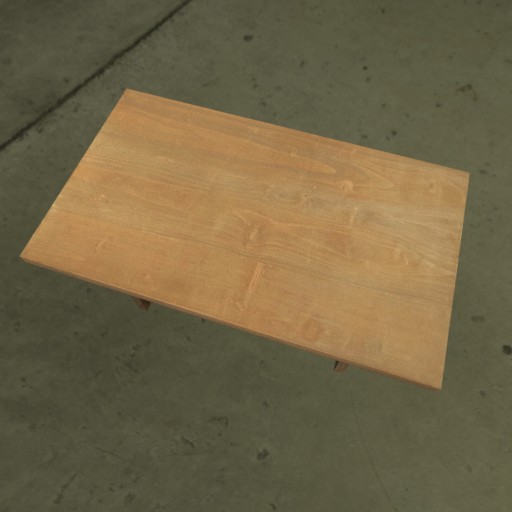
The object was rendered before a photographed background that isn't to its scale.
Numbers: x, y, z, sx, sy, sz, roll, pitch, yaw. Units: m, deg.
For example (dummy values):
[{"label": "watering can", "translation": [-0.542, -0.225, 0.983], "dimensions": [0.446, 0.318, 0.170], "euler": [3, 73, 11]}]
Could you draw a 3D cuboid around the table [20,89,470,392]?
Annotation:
[{"label": "table", "translation": [0.000, 0.000, 2.145], "dimensions": [1.609, 0.780, 0.946], "euler": [16, 64, 8]}]
